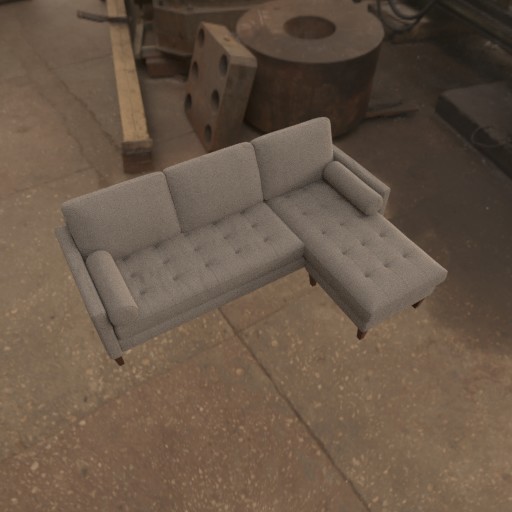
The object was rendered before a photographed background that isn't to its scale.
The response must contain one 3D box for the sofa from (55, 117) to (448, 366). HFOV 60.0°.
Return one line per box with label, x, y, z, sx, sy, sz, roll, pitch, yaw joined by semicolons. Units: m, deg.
sofa;0.000;0.000;2.942;2.178;0.875;1.506;-24;51;-20
